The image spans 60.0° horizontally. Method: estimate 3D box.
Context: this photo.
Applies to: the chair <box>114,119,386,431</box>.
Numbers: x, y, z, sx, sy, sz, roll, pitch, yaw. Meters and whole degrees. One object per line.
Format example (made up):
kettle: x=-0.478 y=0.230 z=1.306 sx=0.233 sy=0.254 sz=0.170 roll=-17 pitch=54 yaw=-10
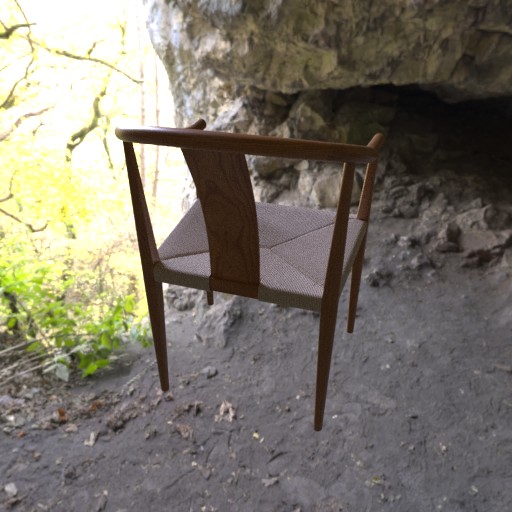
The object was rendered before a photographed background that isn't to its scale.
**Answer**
chair: x=0.000 y=0.000 z=1.171 sx=0.556 sy=0.800 sz=0.579 roll=9 pitch=32 yaw=15
